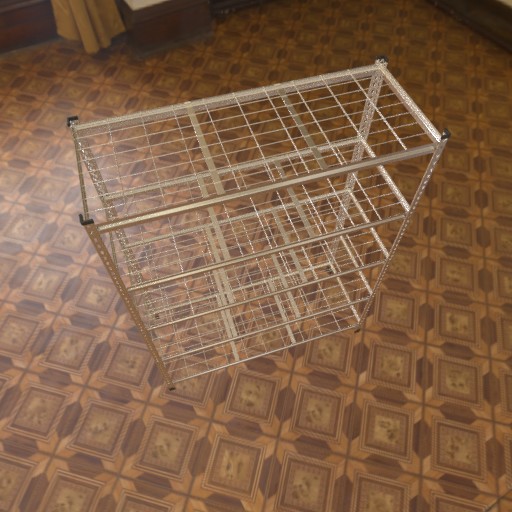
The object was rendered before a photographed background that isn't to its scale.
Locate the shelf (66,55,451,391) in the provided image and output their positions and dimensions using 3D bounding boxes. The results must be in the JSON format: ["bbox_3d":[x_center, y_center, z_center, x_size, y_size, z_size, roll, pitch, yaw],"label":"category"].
[{"bbox_3d":[0.000,0.000,2.701,1.524,1.981,0.610,-15,58,-10],"label":"shelf"}]
